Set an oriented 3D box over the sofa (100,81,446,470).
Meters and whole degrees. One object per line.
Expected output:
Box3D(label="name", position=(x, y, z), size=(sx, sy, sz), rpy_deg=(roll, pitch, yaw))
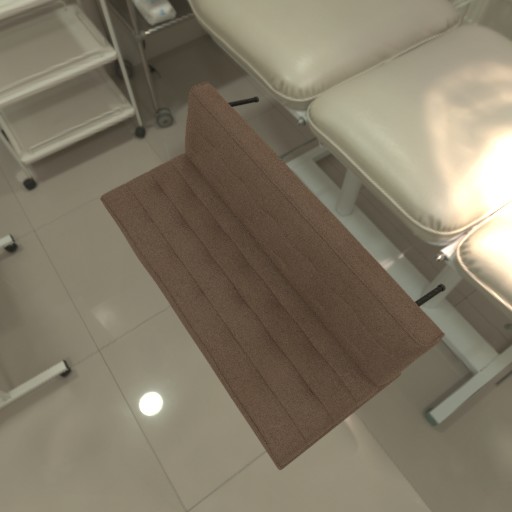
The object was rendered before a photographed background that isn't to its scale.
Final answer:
Box3D(label="sofa", position=(0.000, 0.000, 2.382), size=(1.038, 0.810, 1.820), rpy_deg=(-32, 66, -16))
